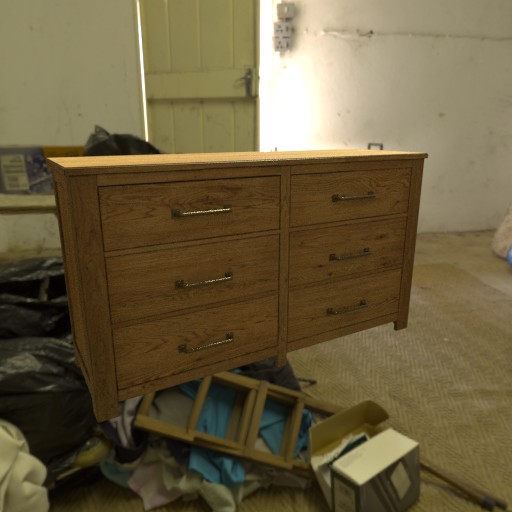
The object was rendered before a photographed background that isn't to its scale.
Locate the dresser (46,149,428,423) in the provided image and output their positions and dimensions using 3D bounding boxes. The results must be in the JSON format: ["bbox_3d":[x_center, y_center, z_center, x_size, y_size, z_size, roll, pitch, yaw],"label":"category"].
[{"bbox_3d":[0.000,0.000,2.101,1.657,0.932,0.563,-9,18,-29],"label":"dresser"}]
